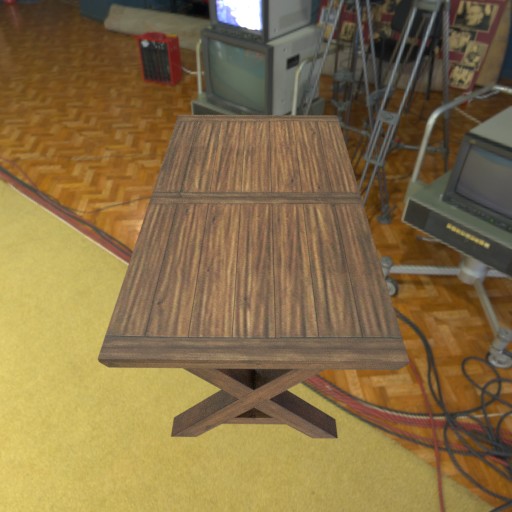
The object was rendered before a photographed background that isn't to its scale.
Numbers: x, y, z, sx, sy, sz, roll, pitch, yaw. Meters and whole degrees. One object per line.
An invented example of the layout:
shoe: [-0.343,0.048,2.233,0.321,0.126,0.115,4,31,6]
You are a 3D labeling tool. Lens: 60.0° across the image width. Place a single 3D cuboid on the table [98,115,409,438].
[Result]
table: [0.000,0.000,2.519,1.071,0.793,1.966,0,42,0]
